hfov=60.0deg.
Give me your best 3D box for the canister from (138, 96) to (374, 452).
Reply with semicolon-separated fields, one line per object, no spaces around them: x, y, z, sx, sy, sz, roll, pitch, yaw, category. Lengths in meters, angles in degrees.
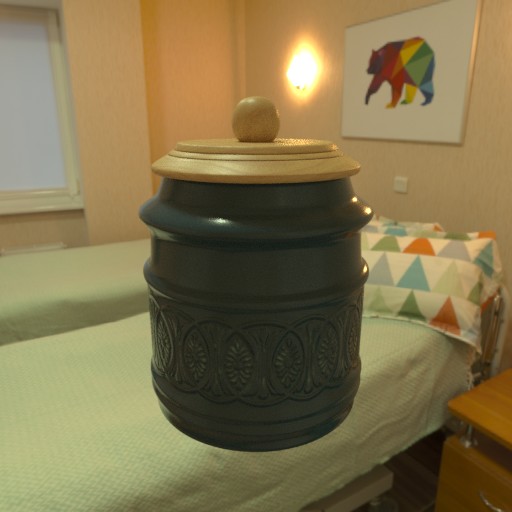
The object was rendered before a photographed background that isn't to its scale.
0.000;0.000;0.260;0.130;0.176;0.130;0;17;0;canister
